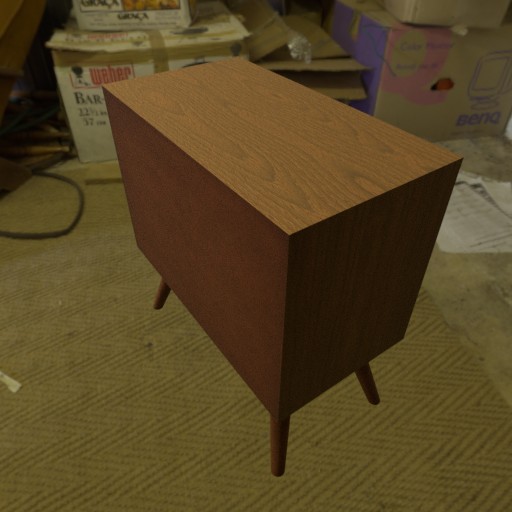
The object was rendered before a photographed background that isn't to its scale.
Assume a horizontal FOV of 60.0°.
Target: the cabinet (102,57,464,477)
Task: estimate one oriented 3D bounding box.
[{"bbox_3d":[0.000,0.000,1.142,0.388,0.748,0.712,-24,46,-26],"label":"cabinet"}]
